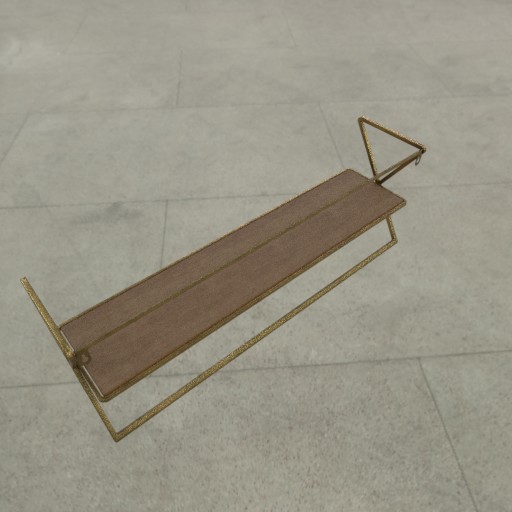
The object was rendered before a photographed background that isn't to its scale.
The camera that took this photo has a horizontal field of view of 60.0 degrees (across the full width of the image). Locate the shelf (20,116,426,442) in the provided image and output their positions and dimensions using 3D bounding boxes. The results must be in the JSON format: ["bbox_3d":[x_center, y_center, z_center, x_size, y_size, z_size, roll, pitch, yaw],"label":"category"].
[{"bbox_3d":[0.000,0.000,0.737,0.645,0.229,0.150,-31,53,-27],"label":"shelf"}]
